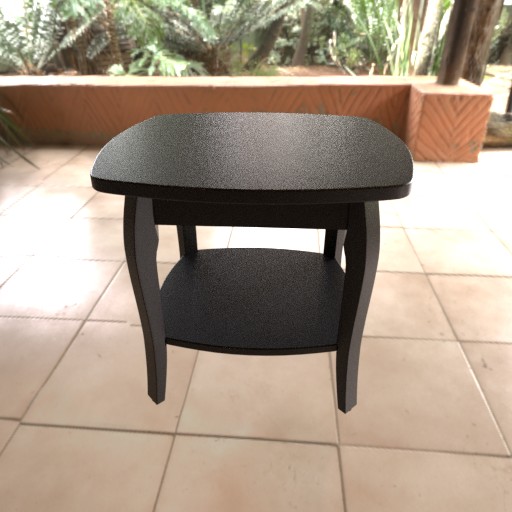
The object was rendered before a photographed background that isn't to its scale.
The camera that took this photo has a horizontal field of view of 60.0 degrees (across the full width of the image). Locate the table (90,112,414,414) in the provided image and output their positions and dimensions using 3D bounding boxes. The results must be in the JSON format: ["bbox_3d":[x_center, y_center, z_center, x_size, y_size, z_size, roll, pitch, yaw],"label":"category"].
[{"bbox_3d":[0.000,0.000,0.878,0.508,0.457,0.457,2,30,3],"label":"table"}]
